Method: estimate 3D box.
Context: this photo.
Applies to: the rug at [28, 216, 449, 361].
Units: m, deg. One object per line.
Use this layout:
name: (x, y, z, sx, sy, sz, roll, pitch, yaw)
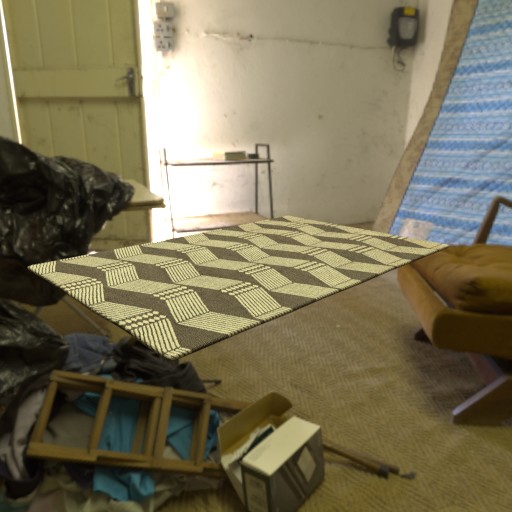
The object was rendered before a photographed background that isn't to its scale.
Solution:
rug: (0.000, 0.000, 2.276, 1.833, 0.016, 1.210, -15, 22, -42)
